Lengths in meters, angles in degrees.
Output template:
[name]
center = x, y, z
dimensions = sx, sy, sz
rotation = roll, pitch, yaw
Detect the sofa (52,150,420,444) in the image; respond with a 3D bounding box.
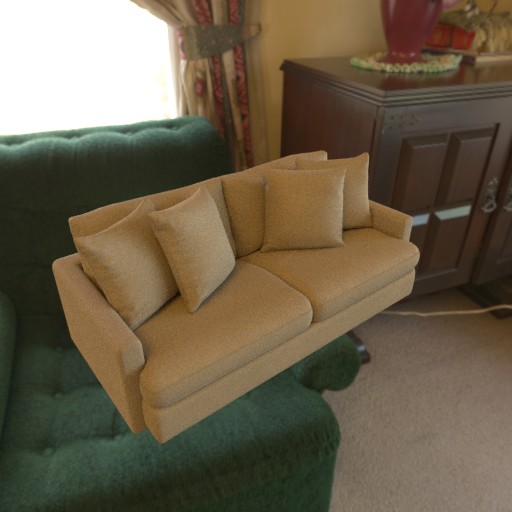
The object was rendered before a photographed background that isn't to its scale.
[sofa]
center = 0.000, 0.000, 3.087
dimensions = 2.380, 1.084, 1.228
rotation = -22, 37, -32
